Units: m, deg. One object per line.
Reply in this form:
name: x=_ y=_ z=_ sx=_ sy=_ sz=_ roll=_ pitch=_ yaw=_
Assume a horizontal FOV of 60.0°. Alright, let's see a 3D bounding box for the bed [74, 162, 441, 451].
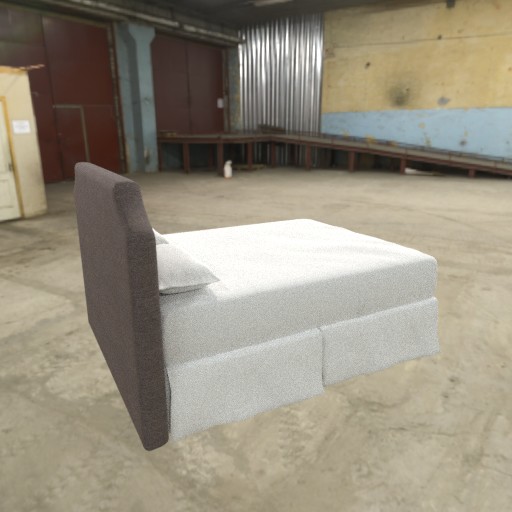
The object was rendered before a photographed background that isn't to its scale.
bed: x=0.000 y=0.000 z=3.123 sx=2.116 sy=1.290 sz=1.693 roll=-9 pitch=18 yaw=-28
